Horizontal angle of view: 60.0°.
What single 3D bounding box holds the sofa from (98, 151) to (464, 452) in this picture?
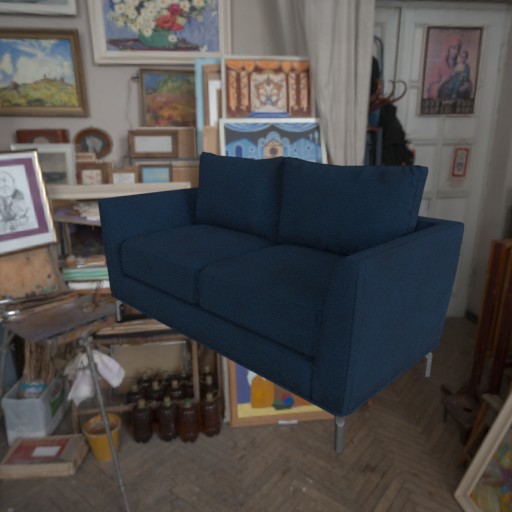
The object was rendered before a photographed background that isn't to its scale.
[{"bbox_3d":[0.000,0.000,2.321,0.853,1.002,1.770,-16,22,-43],"label":"sofa"}]
